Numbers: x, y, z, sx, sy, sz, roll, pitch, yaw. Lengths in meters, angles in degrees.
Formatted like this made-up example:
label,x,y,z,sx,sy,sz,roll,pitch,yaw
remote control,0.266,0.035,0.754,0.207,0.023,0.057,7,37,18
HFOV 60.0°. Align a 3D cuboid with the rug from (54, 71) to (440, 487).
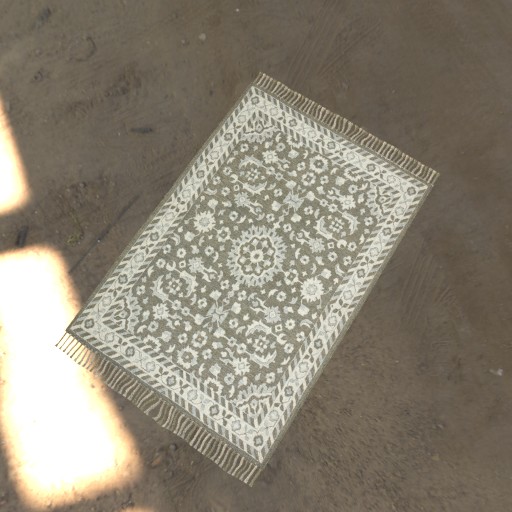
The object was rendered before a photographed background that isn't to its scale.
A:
label,x,y,z,sx,sy,sz,roll,pitch,yaw
rug,0.000,0.000,2.979,1.530,0.025,2.431,32,78,8
